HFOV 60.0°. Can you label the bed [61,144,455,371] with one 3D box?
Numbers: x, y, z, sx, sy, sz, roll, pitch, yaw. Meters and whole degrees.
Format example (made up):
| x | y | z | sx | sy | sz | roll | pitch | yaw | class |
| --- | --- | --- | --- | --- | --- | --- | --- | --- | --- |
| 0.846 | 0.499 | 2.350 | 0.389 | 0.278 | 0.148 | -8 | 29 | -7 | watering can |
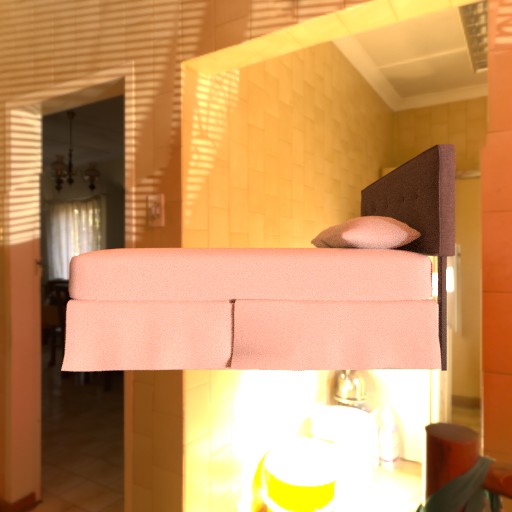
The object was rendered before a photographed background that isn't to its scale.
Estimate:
| x | y | z | sx | sy | sz | roll | pitch | yaw | class |
| --- | --- | --- | --- | --- | --- | --- | --- | --- | --- |
| 0.000 | 0.000 | 2.879 | 1.894 | 1.089 | 1.610 | 0 | 0 | 0 | bed |
